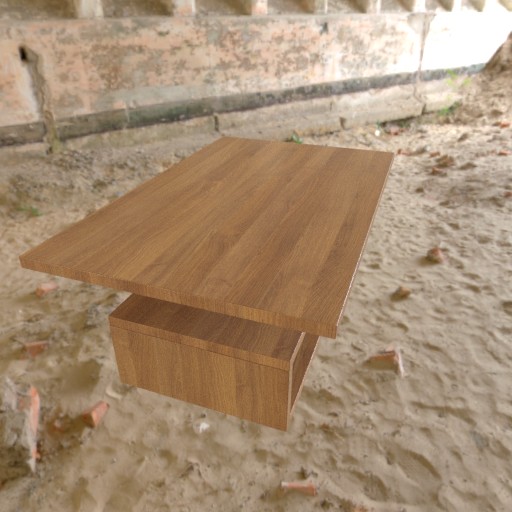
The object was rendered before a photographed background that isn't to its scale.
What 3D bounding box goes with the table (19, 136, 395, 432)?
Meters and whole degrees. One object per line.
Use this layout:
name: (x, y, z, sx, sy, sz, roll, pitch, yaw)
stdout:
table: (0.000, 0.000, 1.419, 0.700, 0.442, 1.100, 10, 31, 18)
